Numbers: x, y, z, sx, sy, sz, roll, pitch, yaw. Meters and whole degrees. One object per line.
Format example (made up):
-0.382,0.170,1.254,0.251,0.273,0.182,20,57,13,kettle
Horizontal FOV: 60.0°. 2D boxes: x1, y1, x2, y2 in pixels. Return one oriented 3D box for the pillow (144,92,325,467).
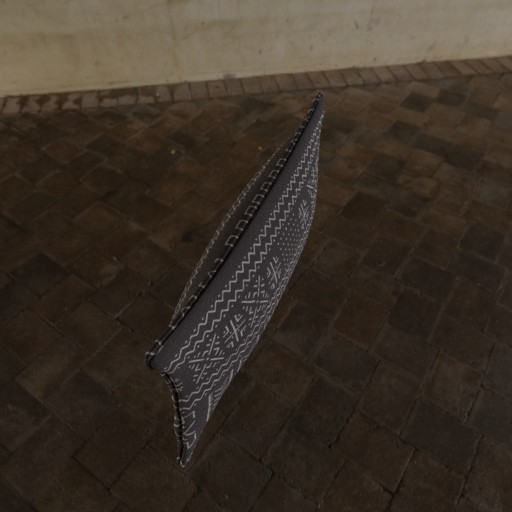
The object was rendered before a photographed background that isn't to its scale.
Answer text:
0.000,0.000,0.797,0.135,0.322,0.667,17,49,15,pillow
